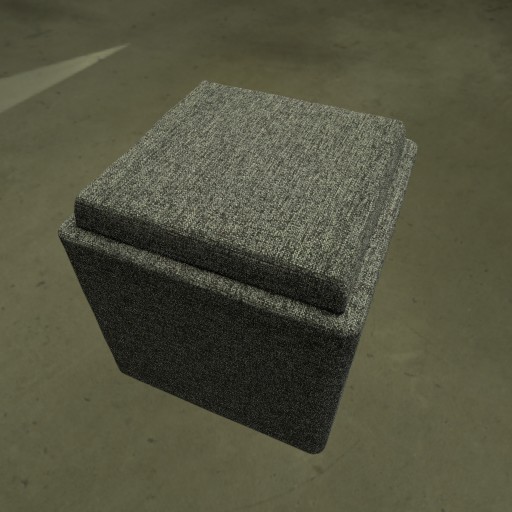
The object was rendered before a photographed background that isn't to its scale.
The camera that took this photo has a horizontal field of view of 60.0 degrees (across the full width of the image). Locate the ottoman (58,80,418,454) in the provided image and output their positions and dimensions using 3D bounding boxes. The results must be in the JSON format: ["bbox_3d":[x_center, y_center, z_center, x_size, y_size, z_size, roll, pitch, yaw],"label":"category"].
[{"bbox_3d":[0.000,0.000,0.832,0.450,0.463,0.450,17,49,16],"label":"ottoman"}]
